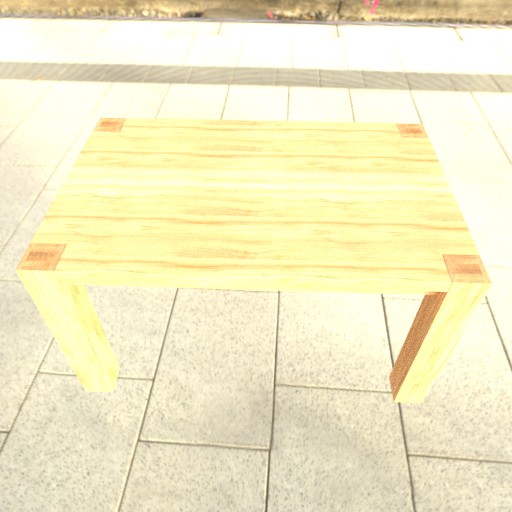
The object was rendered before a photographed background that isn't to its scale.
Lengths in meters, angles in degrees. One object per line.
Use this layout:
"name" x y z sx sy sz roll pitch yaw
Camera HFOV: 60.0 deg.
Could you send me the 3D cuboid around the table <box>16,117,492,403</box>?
"table" 0.000 0.000 1.881 1.400 0.760 0.900 2 46 2
